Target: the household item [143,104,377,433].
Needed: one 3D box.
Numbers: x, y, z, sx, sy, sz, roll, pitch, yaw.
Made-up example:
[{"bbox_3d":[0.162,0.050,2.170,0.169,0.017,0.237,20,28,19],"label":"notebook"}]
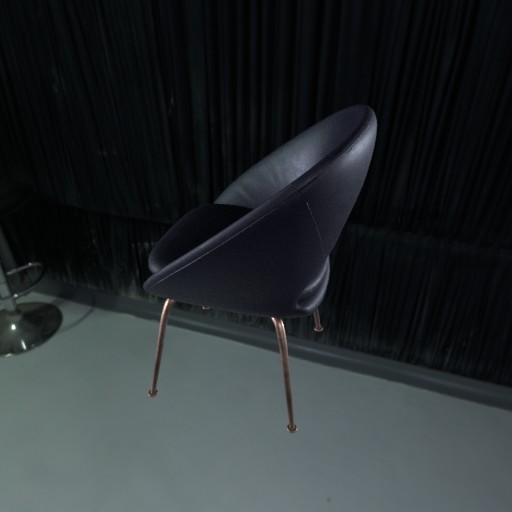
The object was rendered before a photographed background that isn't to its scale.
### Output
[{"bbox_3d":[0.000,0.000,1.287,0.573,0.852,0.623,9,34,14],"label":"household item"}]
